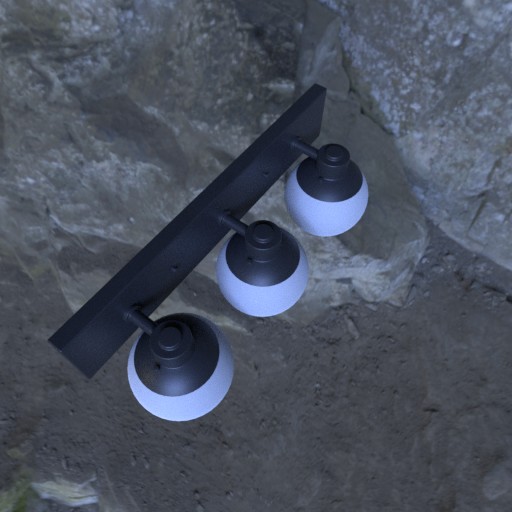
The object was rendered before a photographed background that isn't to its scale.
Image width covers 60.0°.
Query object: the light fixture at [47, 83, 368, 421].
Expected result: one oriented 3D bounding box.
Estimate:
[{"bbox_3d":[0.000,0.000,0.868,0.218,0.263,0.721,32,63,18],"label":"light fixture"}]
